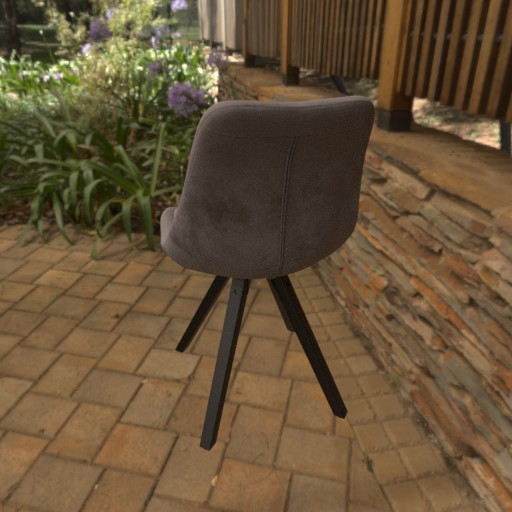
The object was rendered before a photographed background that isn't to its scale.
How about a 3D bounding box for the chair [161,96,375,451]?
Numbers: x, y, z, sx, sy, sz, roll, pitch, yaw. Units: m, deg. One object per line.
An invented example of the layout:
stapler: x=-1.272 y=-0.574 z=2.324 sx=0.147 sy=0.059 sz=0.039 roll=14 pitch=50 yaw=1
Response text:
chair: x=0.000 y=0.000 z=1.174 sx=0.485 sy=0.850 sz=0.550 roll=-7 pitch=27 yaw=-15
